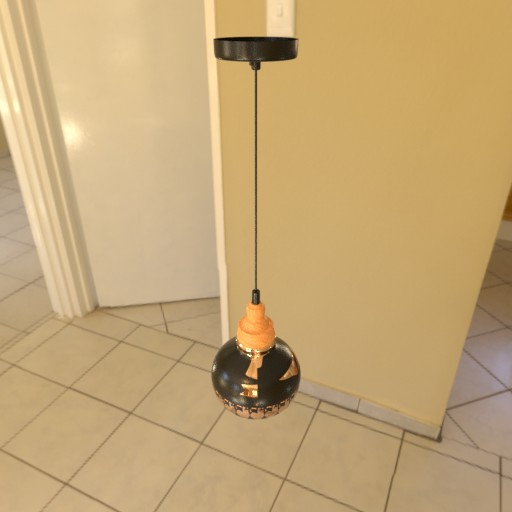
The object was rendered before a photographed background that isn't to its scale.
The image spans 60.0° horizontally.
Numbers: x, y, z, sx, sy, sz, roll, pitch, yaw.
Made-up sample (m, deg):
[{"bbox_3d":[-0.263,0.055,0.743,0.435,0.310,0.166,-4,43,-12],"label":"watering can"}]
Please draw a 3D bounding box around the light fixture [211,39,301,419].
[{"bbox_3d":[0.000,0.000,1.823,0.430,1.606,0.430,8,30,14],"label":"light fixture"}]
